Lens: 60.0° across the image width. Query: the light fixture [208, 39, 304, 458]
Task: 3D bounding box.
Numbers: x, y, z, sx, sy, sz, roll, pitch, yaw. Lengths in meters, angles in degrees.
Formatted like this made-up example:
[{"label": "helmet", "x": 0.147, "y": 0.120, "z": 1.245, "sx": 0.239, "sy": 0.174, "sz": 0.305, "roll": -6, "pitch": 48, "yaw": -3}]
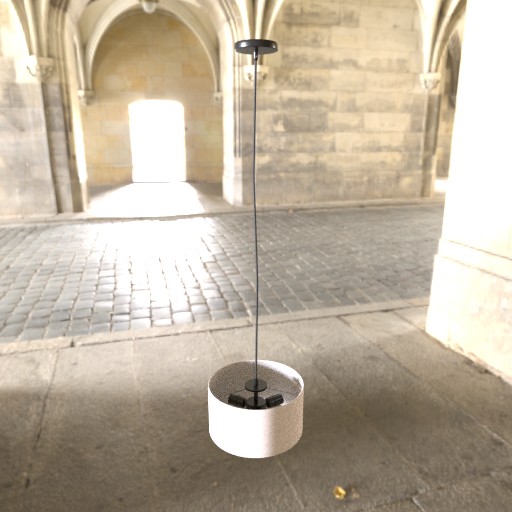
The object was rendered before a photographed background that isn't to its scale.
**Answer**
[{"label": "light fixture", "x": 0.000, "y": 0.000, "z": 1.722, "sx": 0.399, "sy": 1.516, "sz": 0.399, "roll": 0, "pitch": 14, "yaw": 0}]
